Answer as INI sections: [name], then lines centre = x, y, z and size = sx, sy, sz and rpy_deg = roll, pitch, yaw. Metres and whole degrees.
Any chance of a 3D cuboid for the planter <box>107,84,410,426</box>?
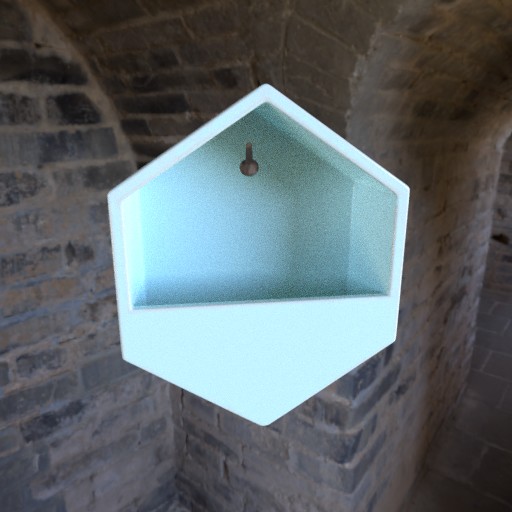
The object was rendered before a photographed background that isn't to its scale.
[planter]
centre = 0.000, 0.000, 0.293
size = 0.169, 0.207, 0.078
rpy_deg = -2, 16, -8
